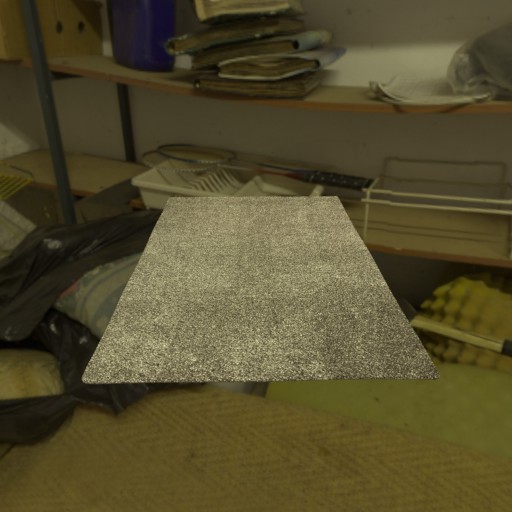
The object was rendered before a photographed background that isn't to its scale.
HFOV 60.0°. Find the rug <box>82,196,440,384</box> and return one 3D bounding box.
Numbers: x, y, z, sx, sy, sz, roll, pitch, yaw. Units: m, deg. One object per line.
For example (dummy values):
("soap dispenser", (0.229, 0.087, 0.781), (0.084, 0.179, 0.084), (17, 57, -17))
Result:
("rug", (0.000, 0.000, 2.901), (1.501, 0.025, 2.352), (0, 26, -1))
